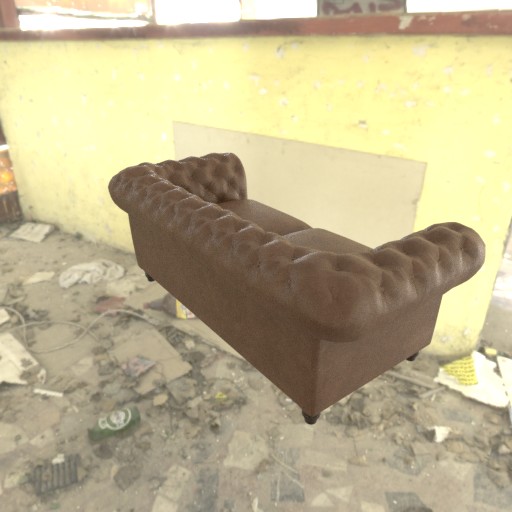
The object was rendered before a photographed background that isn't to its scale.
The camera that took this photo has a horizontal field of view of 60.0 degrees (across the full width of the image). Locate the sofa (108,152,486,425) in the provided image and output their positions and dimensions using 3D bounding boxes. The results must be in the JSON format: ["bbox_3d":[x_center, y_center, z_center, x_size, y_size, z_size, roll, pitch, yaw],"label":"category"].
[{"bbox_3d":[0.000,0.000,2.458,0.955,0.784,2.048,-18,31,-33],"label":"sofa"}]
